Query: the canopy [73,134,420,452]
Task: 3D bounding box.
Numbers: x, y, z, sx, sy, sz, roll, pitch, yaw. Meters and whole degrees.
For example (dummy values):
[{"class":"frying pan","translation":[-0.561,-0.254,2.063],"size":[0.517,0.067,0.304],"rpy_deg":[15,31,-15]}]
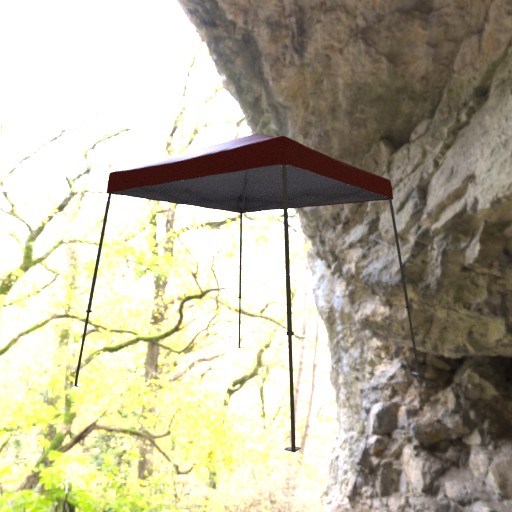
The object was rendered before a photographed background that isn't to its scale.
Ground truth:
[{"class":"canopy","translation":[0.000,0.000,5.140],"size":[2.849,2.849,2.848],"rpy_deg":[-1,-1,37]}]
